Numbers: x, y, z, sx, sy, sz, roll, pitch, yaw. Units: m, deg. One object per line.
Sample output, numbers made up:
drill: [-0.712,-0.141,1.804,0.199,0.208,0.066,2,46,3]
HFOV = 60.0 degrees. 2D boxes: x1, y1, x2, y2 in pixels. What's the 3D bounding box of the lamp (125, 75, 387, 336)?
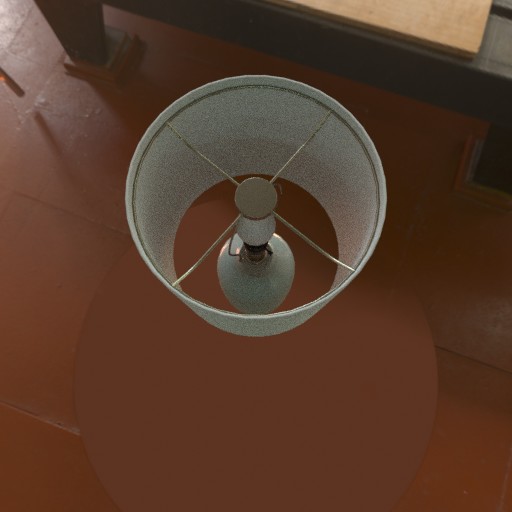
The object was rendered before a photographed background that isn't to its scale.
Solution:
lamp: [0.000,0.000,0.605,0.220,0.475,0.220,-35,79,-8]
